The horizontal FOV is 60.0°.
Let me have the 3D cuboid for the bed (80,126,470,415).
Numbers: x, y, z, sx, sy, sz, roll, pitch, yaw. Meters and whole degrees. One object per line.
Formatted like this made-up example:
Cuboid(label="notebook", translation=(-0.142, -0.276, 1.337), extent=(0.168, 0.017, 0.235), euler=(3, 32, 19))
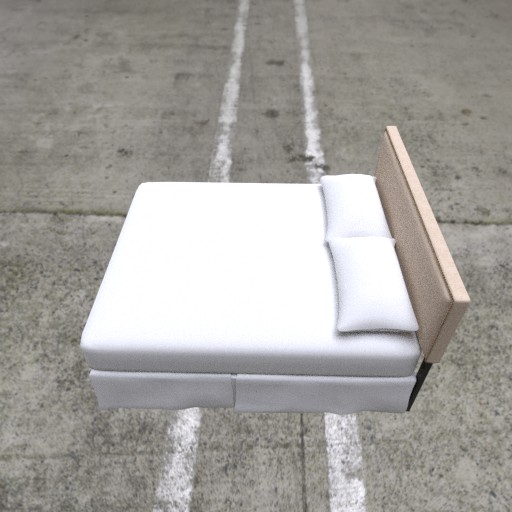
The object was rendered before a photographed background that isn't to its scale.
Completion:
Cuboid(label="bed", translation=(0.000, 0.000, 2.827), extent=(1.876, 1.016, 1.616), euler=(1, 44, 1))
